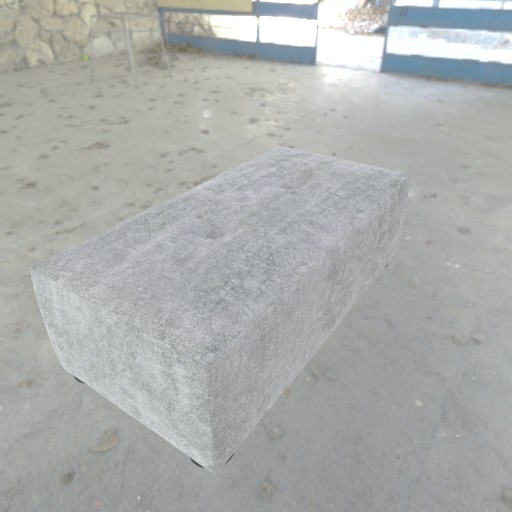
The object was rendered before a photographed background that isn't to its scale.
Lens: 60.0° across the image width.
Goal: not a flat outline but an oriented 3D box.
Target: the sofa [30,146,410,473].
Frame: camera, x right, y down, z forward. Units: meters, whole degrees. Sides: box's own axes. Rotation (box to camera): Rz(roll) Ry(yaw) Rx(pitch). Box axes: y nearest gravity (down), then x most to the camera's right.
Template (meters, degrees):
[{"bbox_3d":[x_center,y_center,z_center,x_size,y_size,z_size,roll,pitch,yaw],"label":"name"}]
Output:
[{"bbox_3d":[0.000,0.000,1.140,0.480,0.330,0.930,20,38,29],"label":"sofa"}]
